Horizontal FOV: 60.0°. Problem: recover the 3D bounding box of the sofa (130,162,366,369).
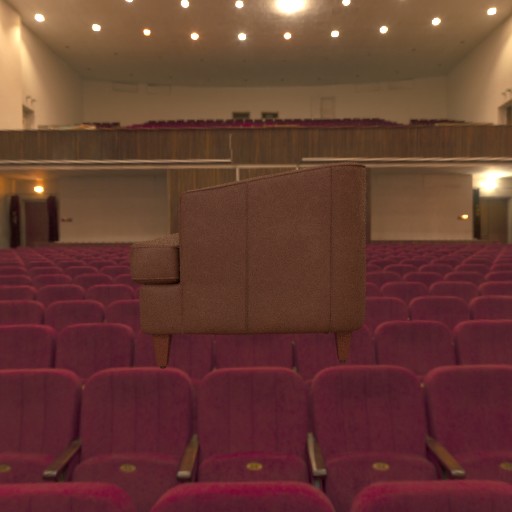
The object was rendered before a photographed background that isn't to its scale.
[{"bbox_3d":[0.000,0.000,2.656,0.927,0.787,2.227,0,1,0],"label":"sofa"}]
